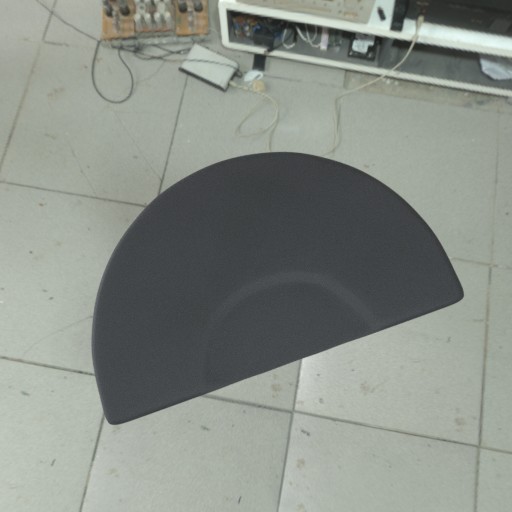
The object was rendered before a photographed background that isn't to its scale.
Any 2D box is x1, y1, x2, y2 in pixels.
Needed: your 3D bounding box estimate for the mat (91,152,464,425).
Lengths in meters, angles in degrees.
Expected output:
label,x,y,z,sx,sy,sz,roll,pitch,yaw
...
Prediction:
label,x,y,z,sx,sy,sz,roll,pitch,yaw
mat,0.000,0.000,1.858,1.525,0.016,0.917,-19,77,-4
